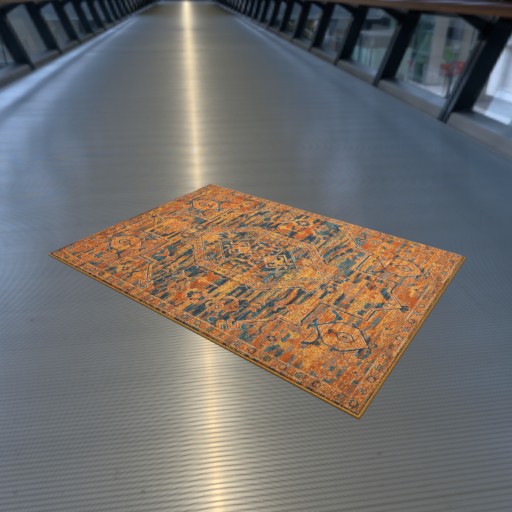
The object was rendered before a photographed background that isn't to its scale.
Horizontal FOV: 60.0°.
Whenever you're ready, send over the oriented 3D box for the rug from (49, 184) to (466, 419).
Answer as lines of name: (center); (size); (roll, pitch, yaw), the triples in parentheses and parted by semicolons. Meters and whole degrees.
rug: (0.000, 0.000, 2.877); (2.204, 0.024, 1.588); (20, 36, 31)
